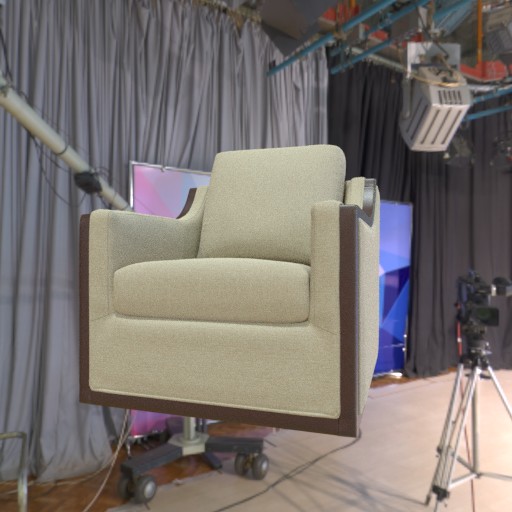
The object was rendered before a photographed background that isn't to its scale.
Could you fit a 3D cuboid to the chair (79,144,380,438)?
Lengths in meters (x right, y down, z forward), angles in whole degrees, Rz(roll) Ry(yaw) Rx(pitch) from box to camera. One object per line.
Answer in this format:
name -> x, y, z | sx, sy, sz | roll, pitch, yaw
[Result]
chair -> 0.000, 0.000, 1.663 | 0.870, 0.930, 0.950 | 0, 0, 18
